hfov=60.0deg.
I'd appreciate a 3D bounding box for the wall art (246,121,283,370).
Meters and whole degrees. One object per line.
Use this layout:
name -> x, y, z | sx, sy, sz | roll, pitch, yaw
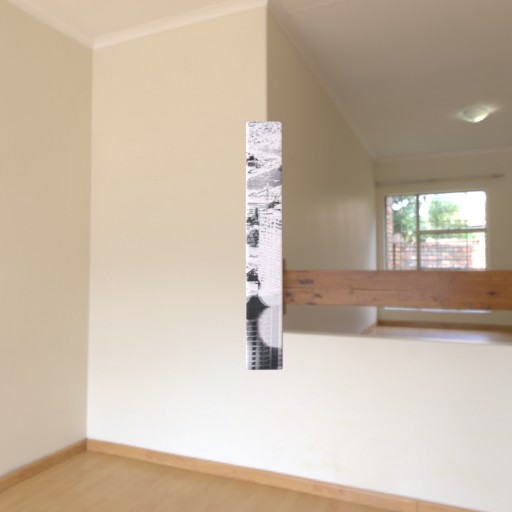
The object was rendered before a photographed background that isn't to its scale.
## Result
wall art -> 0.000, 0.000, 0.836 | 0.038, 0.255, 0.763 | 0, -2, -1
